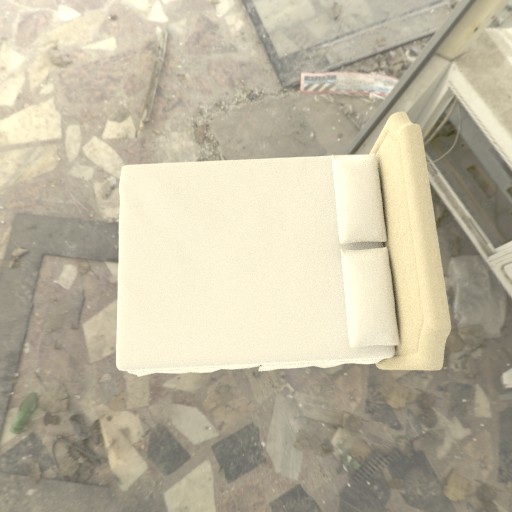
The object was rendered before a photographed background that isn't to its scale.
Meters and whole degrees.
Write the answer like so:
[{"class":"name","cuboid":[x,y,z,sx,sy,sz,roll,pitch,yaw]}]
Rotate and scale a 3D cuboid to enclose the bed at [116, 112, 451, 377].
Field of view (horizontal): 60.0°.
[{"class":"bed","cuboid":[0.000,0.000,3.187,2.116,1.290,1.693,-3,76,-1]}]
